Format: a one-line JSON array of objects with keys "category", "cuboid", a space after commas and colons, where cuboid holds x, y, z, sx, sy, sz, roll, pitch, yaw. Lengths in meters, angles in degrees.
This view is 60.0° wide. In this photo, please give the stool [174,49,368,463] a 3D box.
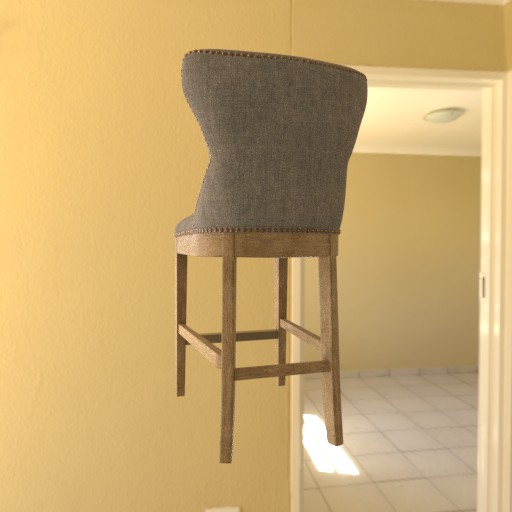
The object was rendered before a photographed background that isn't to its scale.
[{"category": "stool", "cuboid": [0.000, 0.000, 1.317, 0.498, 0.981, 0.608, 0, 1, -18]}]
